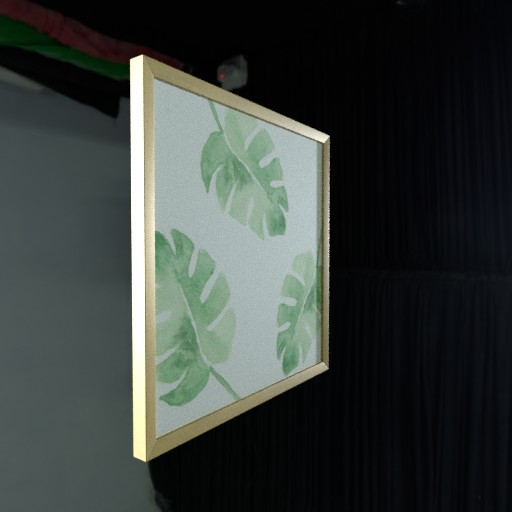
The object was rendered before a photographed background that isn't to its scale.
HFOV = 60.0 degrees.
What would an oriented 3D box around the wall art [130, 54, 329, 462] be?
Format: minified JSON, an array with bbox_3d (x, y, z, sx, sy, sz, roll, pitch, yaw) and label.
[{"bbox_3d":[0.000,0.000,1.148,0.037,0.763,0.763,1,2,36],"label":"wall art"}]
